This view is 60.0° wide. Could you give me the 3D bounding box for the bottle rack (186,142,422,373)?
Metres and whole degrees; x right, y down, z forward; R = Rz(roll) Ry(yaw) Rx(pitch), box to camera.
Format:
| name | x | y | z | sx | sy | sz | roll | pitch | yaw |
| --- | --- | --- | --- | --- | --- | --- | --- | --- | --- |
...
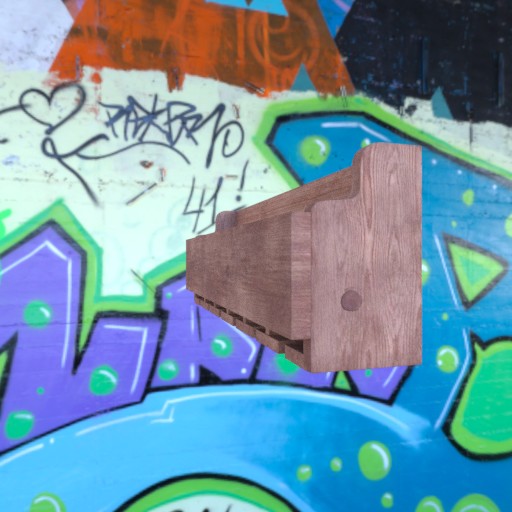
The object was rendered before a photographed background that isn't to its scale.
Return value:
| name | x | y | z | sx | sy | sz | roll | pitch | yaw |
| --- | --- | --- | --- | --- | --- | --- | --- | --- | --- |
| bottle rack | 0.000 | 0.000 | 0.670 | 0.126 | 0.196 | 0.608 | 0 | 0 | -17 |
